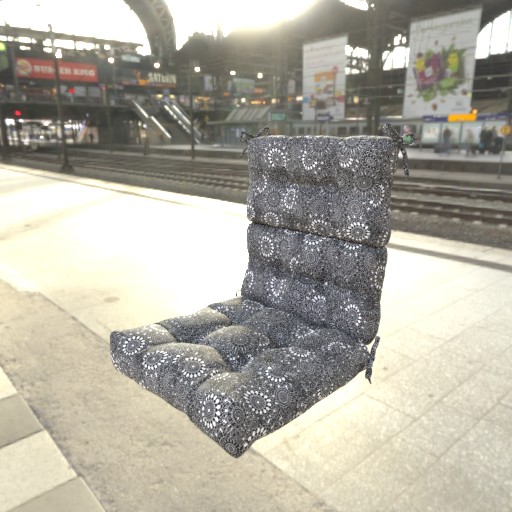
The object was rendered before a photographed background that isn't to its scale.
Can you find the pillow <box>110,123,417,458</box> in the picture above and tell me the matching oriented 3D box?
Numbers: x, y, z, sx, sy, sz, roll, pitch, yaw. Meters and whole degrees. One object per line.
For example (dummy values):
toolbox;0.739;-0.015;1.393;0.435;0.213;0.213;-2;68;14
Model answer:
pillow;0.000;0.000;1.051;0.571;0.605;0.519;-14;21;-42
